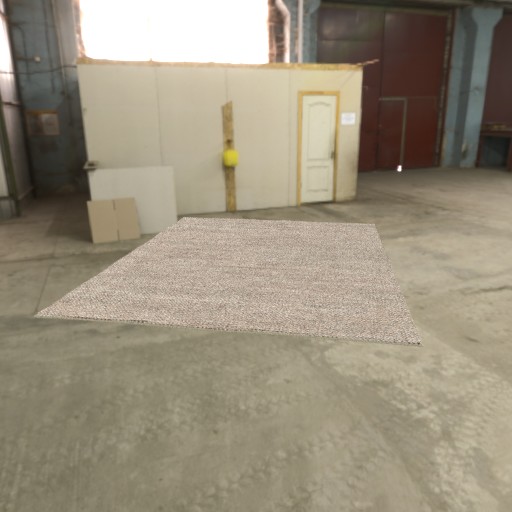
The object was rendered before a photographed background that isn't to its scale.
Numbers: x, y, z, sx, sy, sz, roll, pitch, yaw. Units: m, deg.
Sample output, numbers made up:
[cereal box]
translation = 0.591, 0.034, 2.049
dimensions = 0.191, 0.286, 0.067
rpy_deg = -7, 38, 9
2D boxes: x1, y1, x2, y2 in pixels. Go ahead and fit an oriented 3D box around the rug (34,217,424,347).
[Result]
[rug]
translation = 0.000, 0.000, 4.125
dimensions = 2.429, 0.030, 3.052
rpy_deg = 3, 17, 9
